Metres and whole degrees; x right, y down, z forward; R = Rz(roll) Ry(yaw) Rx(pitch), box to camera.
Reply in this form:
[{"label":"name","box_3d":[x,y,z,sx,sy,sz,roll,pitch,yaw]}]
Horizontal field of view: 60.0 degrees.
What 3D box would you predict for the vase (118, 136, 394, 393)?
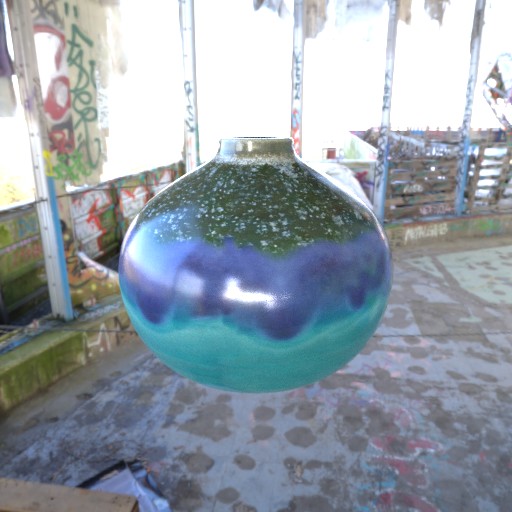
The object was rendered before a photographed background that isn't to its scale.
[{"label":"vase","box_3d":[0.000,0.000,0.257,0.154,0.133,0.154,0,17,0]}]
